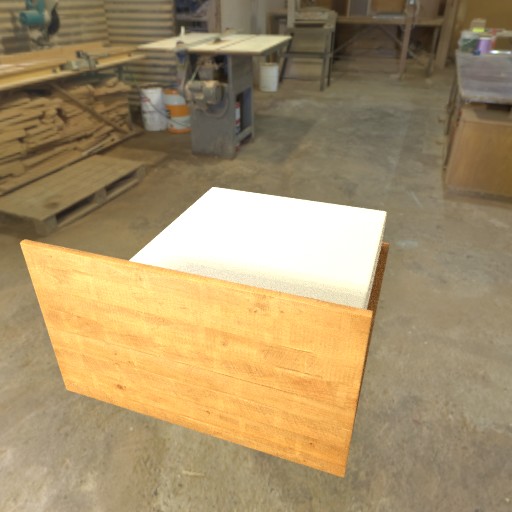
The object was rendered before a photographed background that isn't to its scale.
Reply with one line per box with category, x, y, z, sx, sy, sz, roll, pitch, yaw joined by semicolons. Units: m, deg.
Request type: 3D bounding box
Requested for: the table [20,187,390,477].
table;0.000;0.000;3.072;1.707;1.041;2.149;10;33;17
